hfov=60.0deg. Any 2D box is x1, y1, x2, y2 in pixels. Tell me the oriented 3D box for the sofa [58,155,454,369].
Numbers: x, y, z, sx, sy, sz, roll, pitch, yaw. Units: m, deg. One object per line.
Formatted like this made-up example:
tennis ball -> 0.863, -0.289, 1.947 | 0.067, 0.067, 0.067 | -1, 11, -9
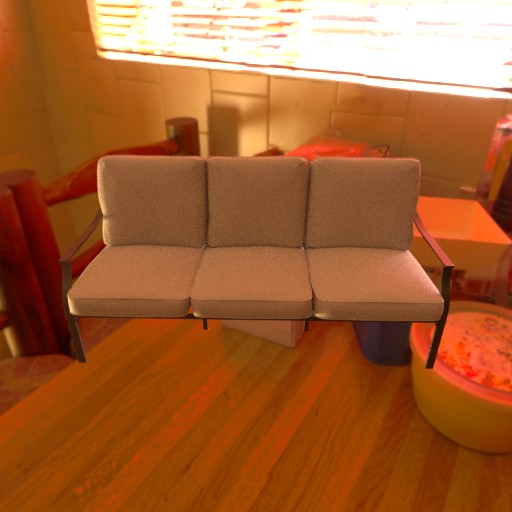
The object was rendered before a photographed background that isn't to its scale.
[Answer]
sofa -> 0.000, 0.000, 2.243 | 1.740, 0.860, 0.787 | 1, 31, 1
